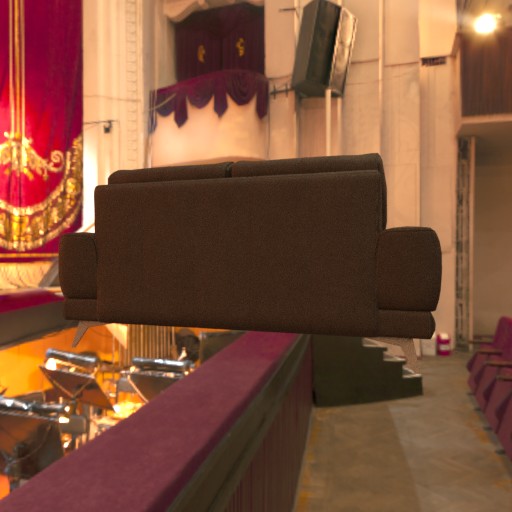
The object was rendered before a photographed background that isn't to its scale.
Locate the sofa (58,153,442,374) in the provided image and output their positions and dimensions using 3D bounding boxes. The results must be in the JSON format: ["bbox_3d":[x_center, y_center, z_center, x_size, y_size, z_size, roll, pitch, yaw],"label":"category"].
[{"bbox_3d":[0.000,0.000,2.406,1.806,0.907,1.018,0,0,18],"label":"sofa"}]
